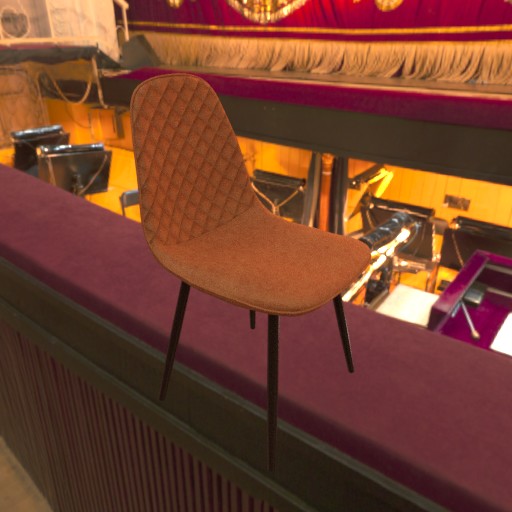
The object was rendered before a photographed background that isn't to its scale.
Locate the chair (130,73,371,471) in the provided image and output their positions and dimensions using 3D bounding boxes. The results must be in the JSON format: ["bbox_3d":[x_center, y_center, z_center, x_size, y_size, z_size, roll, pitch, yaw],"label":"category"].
[{"bbox_3d":[0.000,0.000,1.197,0.561,0.889,0.472,18,32,32],"label":"chair"}]
